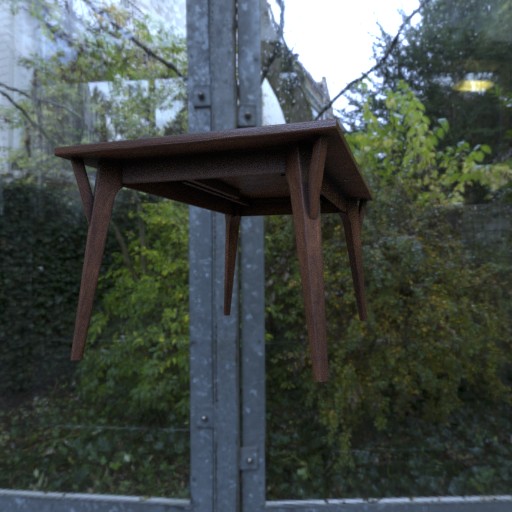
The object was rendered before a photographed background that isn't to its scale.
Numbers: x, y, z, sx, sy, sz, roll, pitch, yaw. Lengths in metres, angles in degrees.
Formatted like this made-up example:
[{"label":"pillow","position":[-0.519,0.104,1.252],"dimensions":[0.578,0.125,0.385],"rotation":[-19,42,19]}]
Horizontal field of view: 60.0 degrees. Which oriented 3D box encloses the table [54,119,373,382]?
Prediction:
[{"label":"table","position":[0.000,0.000,2.123],"dimensions":[0.990,0.761,1.524],"rotation":[0,-1,19]}]
